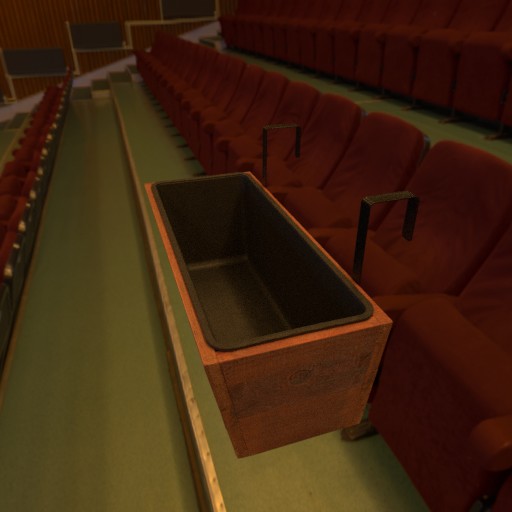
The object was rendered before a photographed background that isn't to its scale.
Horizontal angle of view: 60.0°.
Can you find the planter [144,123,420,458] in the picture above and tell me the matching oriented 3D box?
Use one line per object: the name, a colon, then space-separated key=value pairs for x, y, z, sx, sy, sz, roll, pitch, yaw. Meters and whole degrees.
planter: x=0.000 y=0.000 z=0.655 sx=0.262 sy=0.289 sz=0.480 roll=-10 pitch=32 yaw=-16
